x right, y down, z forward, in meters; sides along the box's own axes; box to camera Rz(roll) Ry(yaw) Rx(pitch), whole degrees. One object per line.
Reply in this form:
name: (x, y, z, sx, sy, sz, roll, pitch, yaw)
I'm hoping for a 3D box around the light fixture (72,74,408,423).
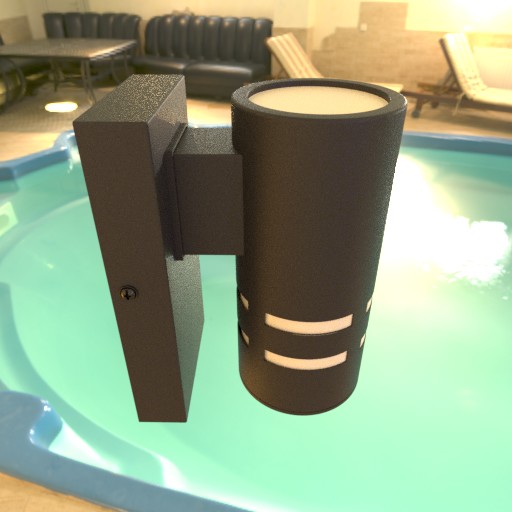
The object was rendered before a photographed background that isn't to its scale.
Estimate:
light fixture: (0.000, 0.000, 0.254, 0.138, 0.179, 0.098, 1, 33, 1)
